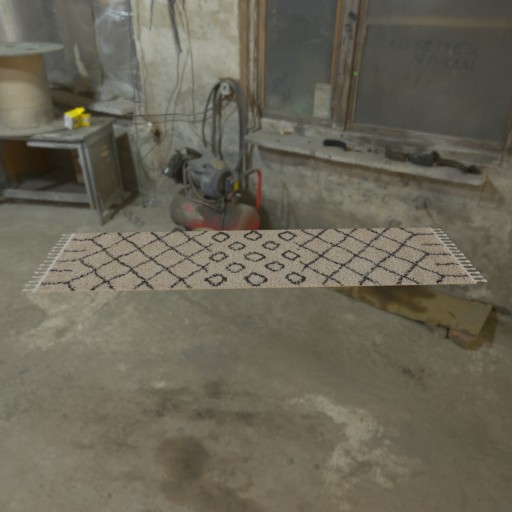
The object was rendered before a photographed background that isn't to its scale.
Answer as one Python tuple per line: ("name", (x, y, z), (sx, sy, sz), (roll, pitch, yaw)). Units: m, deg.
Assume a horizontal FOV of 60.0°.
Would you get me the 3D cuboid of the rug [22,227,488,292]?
("rug", (0.000, 0.000, 2.611), (2.464, 0.005, 0.660), (-1, 30, -2))
